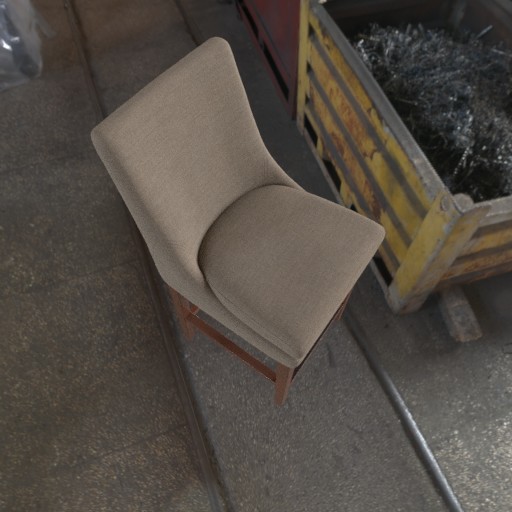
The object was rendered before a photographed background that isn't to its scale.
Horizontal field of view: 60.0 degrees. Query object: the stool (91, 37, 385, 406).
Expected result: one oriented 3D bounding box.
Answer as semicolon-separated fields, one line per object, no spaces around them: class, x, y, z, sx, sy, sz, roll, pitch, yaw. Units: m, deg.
stool;0.000;0.000;1.299;0.577;0.981;0.470;31;63;18
